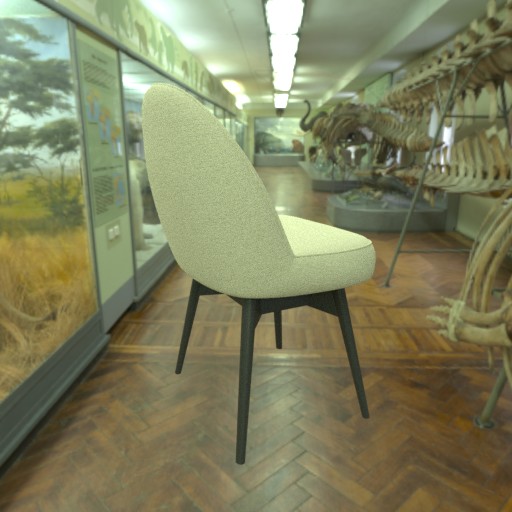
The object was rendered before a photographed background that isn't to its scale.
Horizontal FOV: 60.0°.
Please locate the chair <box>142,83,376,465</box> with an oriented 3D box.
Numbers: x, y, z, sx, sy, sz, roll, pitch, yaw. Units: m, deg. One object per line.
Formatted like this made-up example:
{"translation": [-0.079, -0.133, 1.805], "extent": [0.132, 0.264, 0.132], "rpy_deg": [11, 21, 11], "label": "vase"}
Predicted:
{"translation": [0.000, 0.000, 1.185], "extent": [0.540, 0.838, 0.532], "rpy_deg": [-8, 16, -27], "label": "chair"}
